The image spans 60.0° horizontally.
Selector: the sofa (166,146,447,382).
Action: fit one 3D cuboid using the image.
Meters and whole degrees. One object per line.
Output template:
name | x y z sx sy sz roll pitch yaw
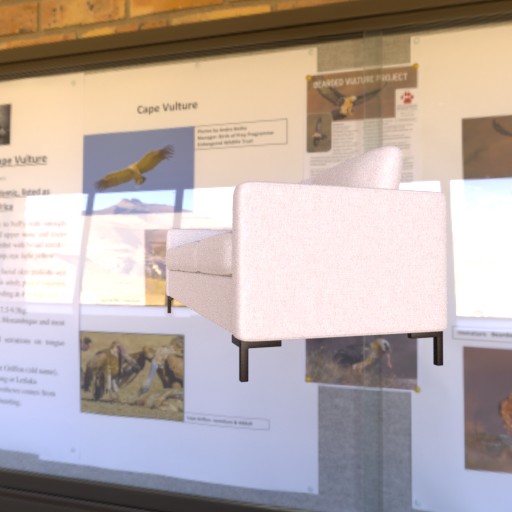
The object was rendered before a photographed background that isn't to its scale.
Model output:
sofa | 0.000 0.000 2.624 0.859 0.874 2.218 0 -1 -18
